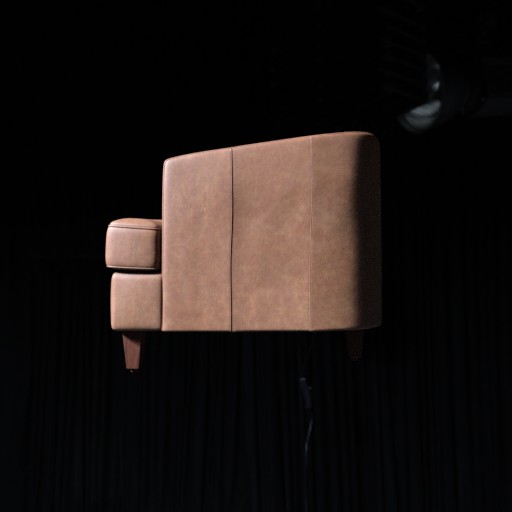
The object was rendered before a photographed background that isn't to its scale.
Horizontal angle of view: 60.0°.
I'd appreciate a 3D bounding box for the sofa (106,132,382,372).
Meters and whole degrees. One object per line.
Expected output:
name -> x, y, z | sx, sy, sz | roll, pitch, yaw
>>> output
sofa -> 0.000, 0.000, 2.217 | 0.914, 0.786, 1.755 | 0, -2, 1
